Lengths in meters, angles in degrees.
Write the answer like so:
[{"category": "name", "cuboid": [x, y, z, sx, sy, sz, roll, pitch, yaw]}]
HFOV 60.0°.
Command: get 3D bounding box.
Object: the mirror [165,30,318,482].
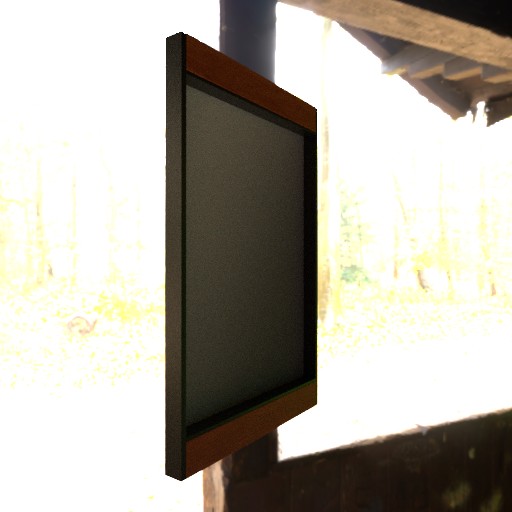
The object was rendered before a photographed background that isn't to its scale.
[{"category": "mirror", "cuboid": [0.000, 0.000, 1.032, 0.047, 0.823, 0.525, 0, 0, 36]}]
